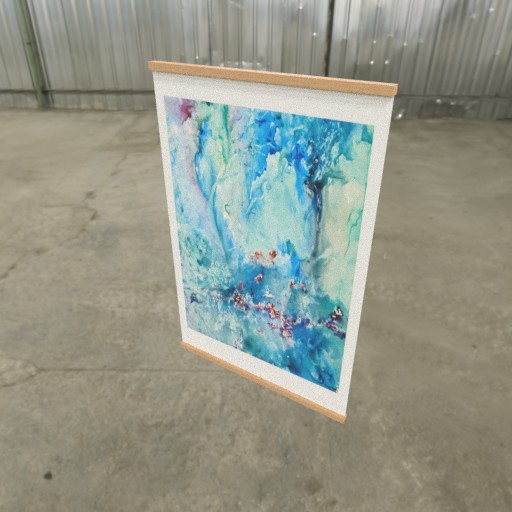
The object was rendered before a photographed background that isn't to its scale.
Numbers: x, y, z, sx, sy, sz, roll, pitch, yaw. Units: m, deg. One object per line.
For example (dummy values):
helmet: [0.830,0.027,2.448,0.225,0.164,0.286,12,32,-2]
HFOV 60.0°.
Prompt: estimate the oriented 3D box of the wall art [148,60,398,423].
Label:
wall art: [0.000,0.000,0.786,0.401,0.611,0.016,18,35,27]
